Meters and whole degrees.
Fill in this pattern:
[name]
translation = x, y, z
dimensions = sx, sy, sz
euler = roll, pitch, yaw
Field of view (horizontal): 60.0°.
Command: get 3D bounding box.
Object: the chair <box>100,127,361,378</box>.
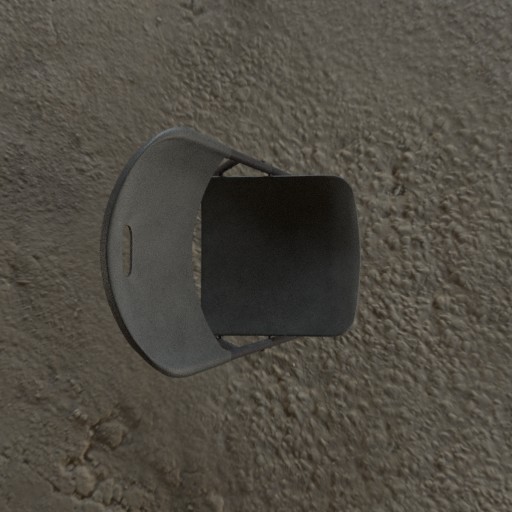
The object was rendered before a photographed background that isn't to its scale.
[chair]
translation = 0.000, 0.000, 1.194
dimensions = 0.567, 0.810, 0.494
euler = 0, 89, 0
